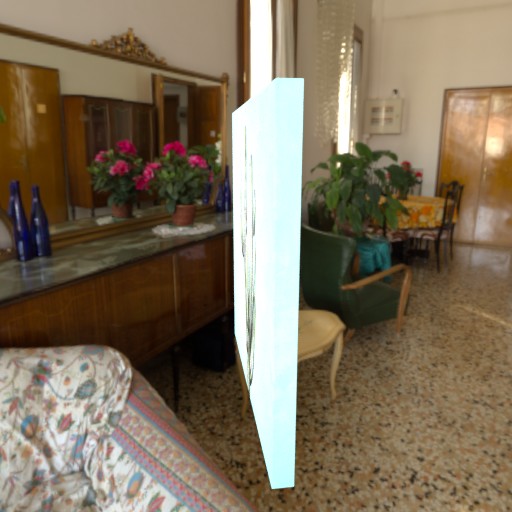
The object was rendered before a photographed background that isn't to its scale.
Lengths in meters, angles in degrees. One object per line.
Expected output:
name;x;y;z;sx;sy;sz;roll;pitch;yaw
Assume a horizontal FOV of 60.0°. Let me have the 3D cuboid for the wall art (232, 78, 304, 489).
wall art;0.000;0.000;0.913;0.036;0.603;0.603;-2;14;-8
